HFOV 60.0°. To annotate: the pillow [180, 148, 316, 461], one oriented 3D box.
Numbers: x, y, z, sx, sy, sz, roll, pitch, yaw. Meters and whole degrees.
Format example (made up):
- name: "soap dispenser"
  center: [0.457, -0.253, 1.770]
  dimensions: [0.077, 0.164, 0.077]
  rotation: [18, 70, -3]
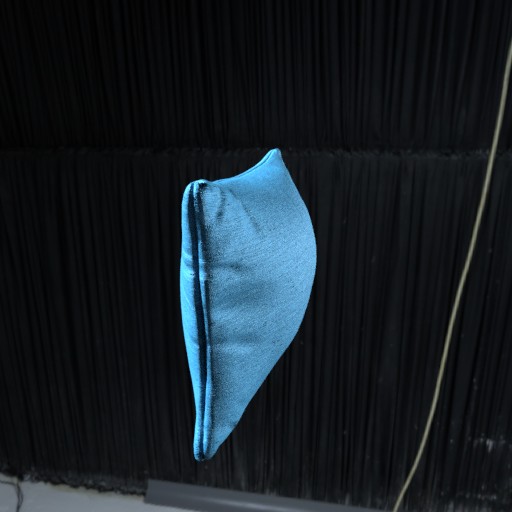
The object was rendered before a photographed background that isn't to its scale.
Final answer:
- name: "pillow"
  center: [0.000, 0.000, 0.782]
  dimensions: [0.210, 0.338, 0.633]
  rotation: [3, 17, 9]
